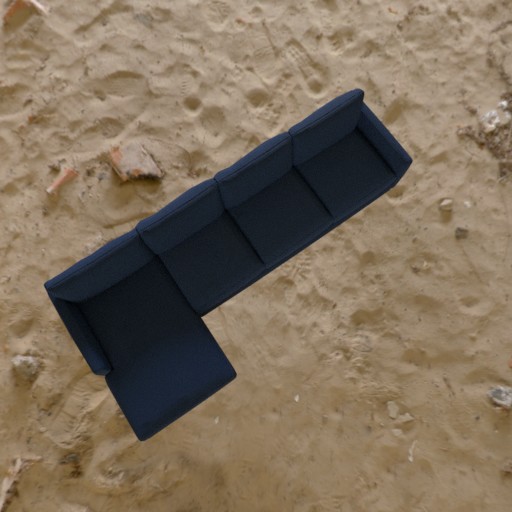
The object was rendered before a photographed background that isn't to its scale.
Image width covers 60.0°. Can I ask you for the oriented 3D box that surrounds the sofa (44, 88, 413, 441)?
[{"bbox_3d":[0.000,0.000,2.915,2.450,0.679,1.128,-34,78,-8],"label":"sofa"}]
